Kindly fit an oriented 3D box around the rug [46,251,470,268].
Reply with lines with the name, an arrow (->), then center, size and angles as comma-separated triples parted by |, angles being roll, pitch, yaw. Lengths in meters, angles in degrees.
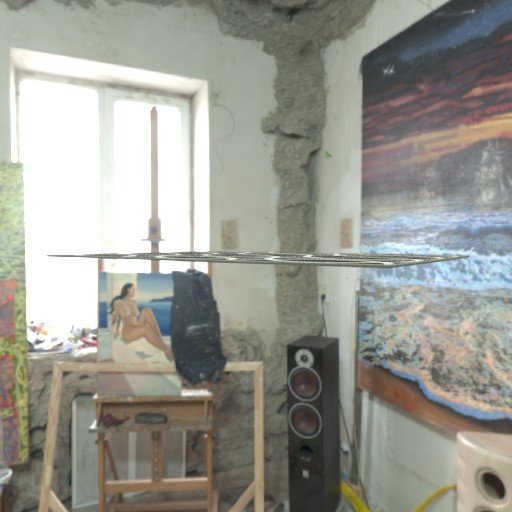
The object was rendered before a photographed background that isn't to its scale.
rug -> 0.000, 0.000, 2.859 | 2.290, 0.014, 1.526 | 1, 2, 35
